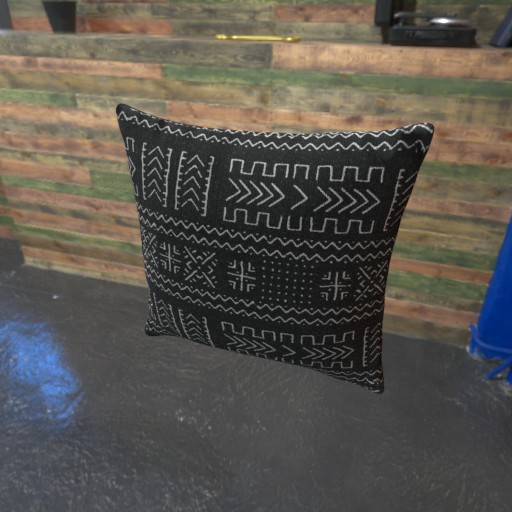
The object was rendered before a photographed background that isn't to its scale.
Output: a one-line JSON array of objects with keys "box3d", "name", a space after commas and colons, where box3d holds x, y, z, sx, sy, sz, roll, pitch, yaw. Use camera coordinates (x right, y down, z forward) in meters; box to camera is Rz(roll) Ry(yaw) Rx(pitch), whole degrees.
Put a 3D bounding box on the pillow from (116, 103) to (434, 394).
[{"box3d": [0.000, 0.000, 0.676, 0.438, 0.430, 0.164, 10, 31, 16], "name": "pillow"}]
